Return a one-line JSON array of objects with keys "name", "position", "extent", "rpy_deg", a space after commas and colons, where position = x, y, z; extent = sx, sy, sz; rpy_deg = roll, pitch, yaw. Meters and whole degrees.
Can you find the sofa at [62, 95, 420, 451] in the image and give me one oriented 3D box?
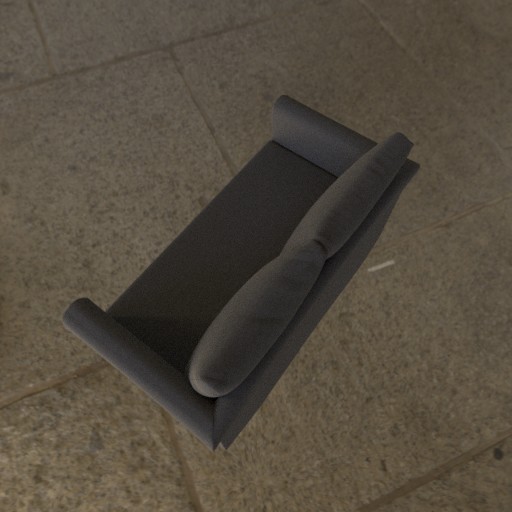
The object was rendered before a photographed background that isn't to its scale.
[{"name": "sofa", "position": [0.000, 0.000, 1.965], "extent": [0.741, 0.872, 1.460], "rpy_deg": [34, 68, 16]}]
